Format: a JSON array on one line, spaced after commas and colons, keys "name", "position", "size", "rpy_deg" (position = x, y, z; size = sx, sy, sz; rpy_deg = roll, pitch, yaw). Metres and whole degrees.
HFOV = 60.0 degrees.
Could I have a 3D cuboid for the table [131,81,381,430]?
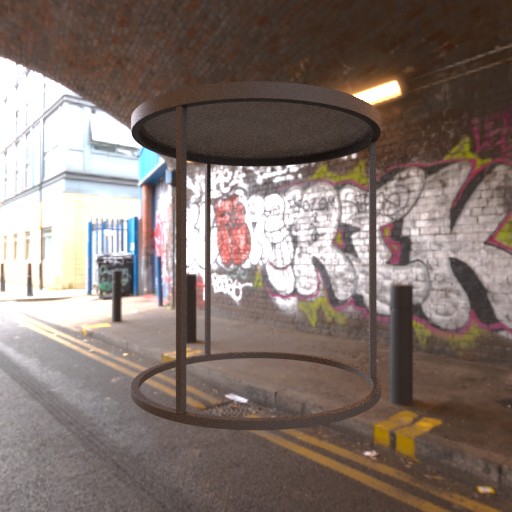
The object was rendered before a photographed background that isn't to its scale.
[{"name": "table", "position": [0.000, 0.000, 0.865], "size": [0.470, 0.498, 0.470], "rpy_deg": [0, 0, 0]}]
